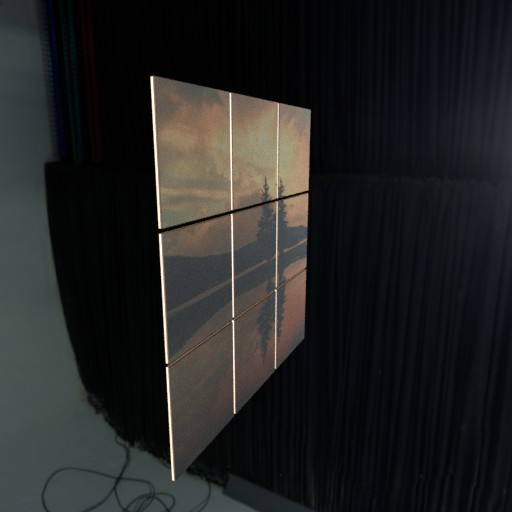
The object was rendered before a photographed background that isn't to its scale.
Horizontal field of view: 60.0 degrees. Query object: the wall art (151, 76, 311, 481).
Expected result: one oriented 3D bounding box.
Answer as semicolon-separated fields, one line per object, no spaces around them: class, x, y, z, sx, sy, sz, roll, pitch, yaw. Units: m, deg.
wall art;0.000;0.000;1.809;0.013;1.218;1.216;7;15;25
